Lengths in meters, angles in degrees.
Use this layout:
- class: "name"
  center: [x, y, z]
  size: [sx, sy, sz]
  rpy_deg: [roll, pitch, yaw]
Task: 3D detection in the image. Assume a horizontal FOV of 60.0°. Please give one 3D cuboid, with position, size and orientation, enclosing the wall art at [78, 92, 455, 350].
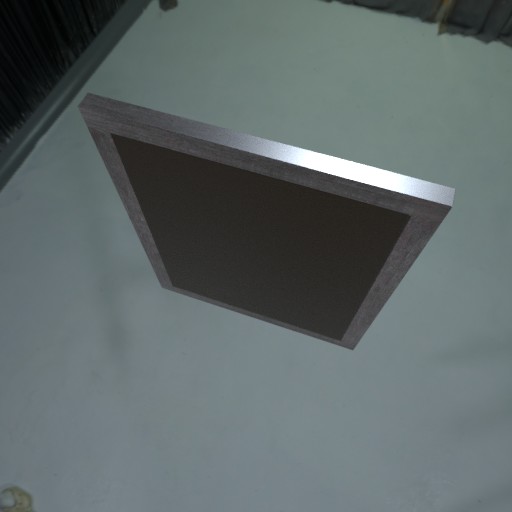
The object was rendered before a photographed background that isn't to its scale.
- class: "wall art"
  center: [0.000, 0.000, 0.799]
  size: [0.479, 0.580, 0.027]
  rpy_deg: [17, 63, 9]
